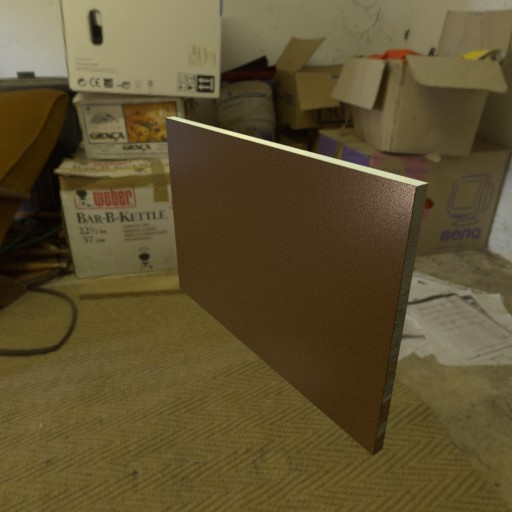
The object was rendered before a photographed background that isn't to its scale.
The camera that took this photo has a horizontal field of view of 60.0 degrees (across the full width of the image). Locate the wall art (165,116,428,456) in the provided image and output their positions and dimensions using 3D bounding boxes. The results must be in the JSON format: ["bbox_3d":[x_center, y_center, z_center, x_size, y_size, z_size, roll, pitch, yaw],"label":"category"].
[{"bbox_3d":[0.000,0.000,1.478,0.041,0.762,1.145,-17,31,-32],"label":"wall art"}]
